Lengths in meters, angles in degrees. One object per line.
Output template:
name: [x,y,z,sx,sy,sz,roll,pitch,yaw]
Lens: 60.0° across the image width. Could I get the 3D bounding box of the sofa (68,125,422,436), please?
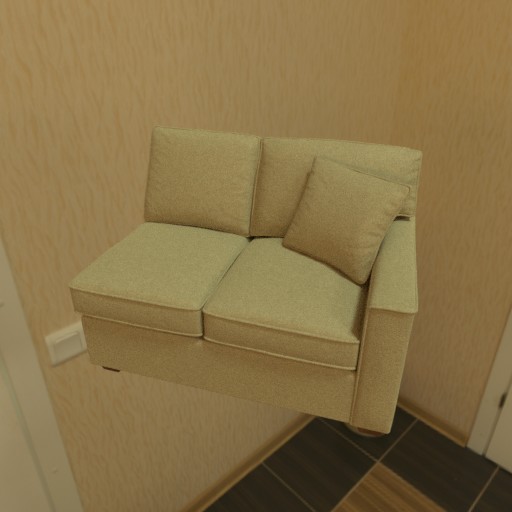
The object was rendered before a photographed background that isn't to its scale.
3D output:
sofa: [0.000,0.000,2.070,1.388,0.989,0.991,8,29,15]
